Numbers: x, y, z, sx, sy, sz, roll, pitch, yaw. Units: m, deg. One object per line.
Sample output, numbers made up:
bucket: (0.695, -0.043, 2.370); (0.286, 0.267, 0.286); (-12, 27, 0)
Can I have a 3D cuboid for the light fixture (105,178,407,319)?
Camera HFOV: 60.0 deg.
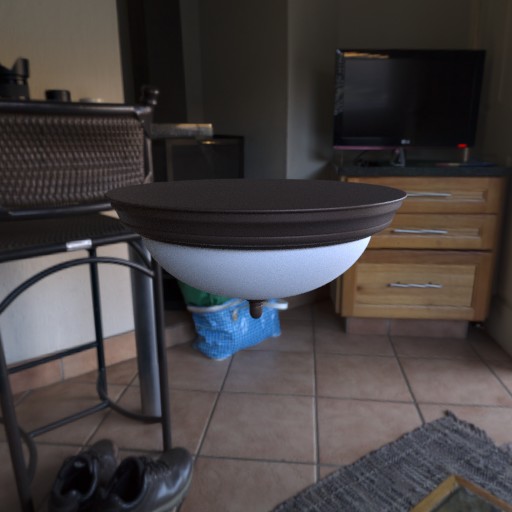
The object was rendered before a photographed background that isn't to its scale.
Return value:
light fixture: (0.000, 0.000, 0.448); (0.280, 0.135, 0.280); (0, 14, 0)
